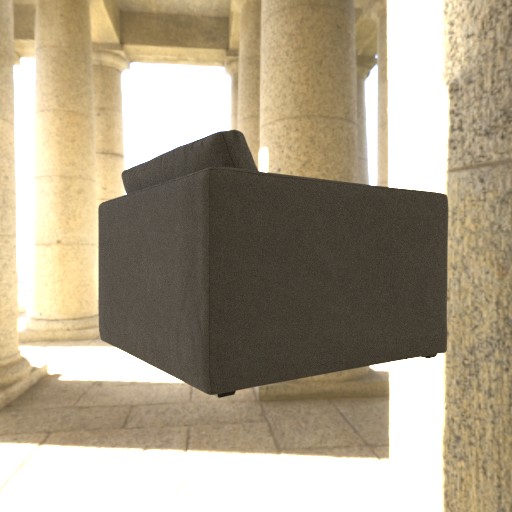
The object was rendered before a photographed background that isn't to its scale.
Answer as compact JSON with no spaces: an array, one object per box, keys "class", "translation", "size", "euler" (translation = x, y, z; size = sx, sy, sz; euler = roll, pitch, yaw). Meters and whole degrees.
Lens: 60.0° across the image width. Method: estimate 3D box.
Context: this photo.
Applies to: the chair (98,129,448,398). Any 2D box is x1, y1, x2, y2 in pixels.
[{"class":"chair","translation":[0.000,0.000,1.939],"size":[1.091,0.845,1.190],"euler":[0,0,-36]}]
